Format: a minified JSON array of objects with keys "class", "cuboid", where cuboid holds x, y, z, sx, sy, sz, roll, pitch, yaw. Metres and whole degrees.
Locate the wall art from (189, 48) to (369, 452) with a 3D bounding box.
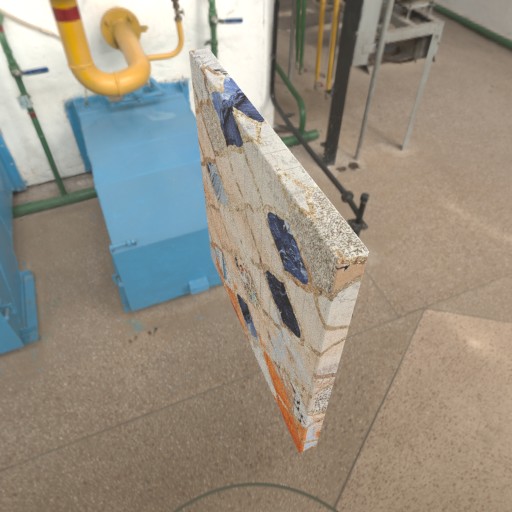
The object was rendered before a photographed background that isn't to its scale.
[{"class":"wall art","cuboid":[0.000,0.000,0.763,0.038,0.508,0.507,-16,49,-15]}]
